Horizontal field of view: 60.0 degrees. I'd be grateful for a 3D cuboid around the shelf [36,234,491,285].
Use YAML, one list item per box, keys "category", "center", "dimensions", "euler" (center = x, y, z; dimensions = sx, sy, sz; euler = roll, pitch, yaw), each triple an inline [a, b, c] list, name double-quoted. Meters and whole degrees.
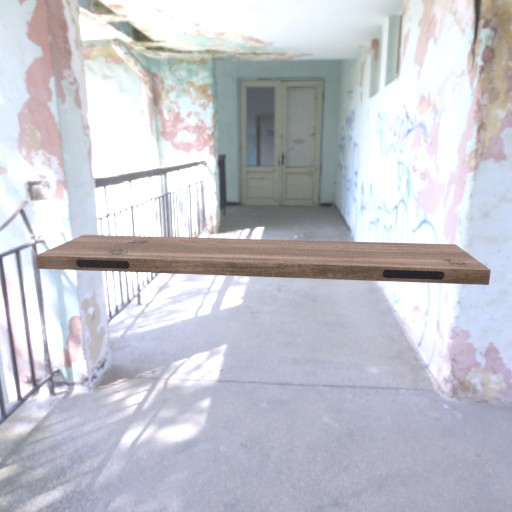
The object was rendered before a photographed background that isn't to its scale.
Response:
- category: "shelf"
  center: [0.000, 0.000, 0.659]
  dimensions: [0.610, 0.020, 0.140]
  euler: [2, 15, 7]
